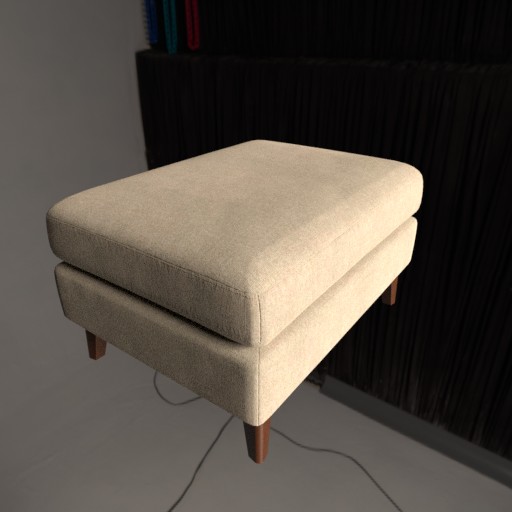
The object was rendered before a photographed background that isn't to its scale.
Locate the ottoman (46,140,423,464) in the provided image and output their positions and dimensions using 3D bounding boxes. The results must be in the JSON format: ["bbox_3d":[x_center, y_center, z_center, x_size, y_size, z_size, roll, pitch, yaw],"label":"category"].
[{"bbox_3d":[0.000,0.000,1.198,0.610,0.478,0.823,18,32,32],"label":"ottoman"}]
